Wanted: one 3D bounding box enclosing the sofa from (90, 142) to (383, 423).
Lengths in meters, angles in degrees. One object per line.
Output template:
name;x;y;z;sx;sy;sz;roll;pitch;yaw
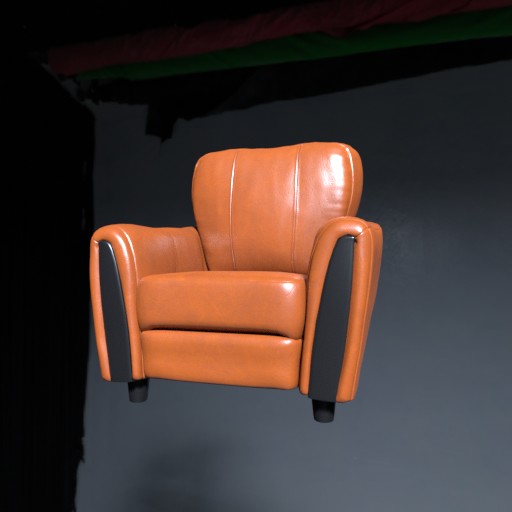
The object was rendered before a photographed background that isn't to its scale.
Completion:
sofa;0.000;0.000;1.529;0.836;0.876;0.789;0;-1;18
